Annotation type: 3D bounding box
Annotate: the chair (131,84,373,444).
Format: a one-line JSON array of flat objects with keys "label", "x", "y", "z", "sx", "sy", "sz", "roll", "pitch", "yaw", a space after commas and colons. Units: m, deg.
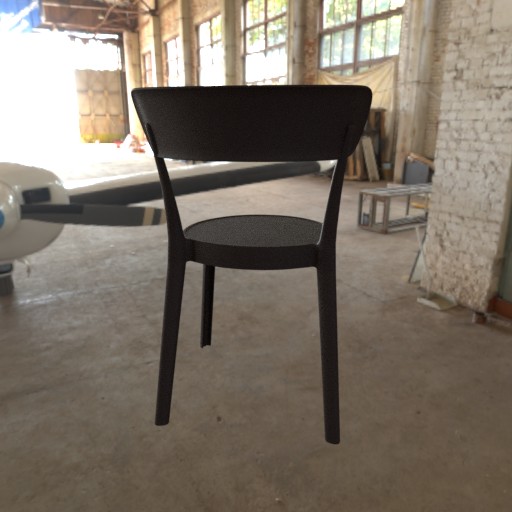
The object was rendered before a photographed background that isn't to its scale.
[{"label": "chair", "x": 0.000, "y": 0.000, "z": 1.137, "sx": 0.506, "sy": 0.790, "sz": 0.491, "roll": 3, "pitch": 17, "yaw": 8}]
